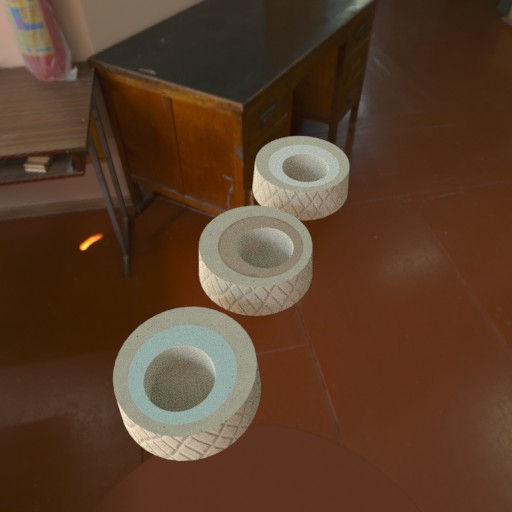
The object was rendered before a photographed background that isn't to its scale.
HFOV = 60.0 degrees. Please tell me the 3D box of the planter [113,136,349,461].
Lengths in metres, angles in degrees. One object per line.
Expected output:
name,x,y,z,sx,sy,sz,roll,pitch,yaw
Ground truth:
planter,0.000,0.000,0.432,0.114,0.038,0.390,17,50,15
